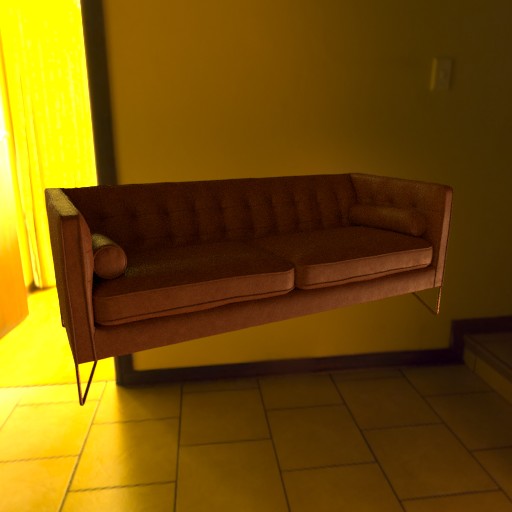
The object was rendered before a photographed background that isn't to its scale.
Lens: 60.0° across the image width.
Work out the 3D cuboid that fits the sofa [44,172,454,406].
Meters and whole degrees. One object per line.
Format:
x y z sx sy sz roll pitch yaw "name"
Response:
0.000 0.000 2.509 2.079 0.798 0.912 -8 17 -26 "sofa"
